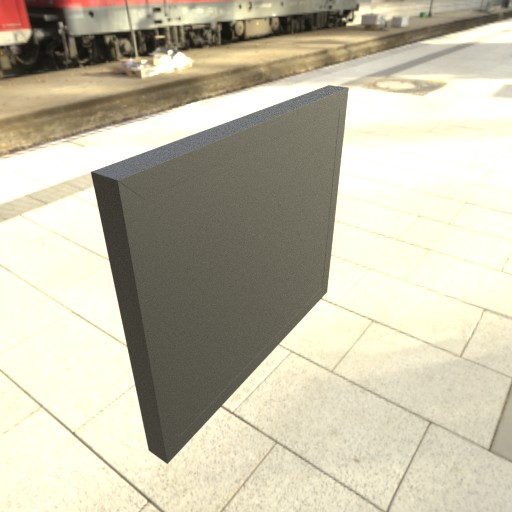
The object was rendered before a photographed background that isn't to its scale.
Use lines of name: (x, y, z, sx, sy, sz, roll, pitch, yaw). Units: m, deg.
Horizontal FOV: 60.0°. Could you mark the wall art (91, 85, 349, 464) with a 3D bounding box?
wall art: (0.000, 0.000, 0.536, 0.029, 0.330, 0.381, 20, 37, 29)
